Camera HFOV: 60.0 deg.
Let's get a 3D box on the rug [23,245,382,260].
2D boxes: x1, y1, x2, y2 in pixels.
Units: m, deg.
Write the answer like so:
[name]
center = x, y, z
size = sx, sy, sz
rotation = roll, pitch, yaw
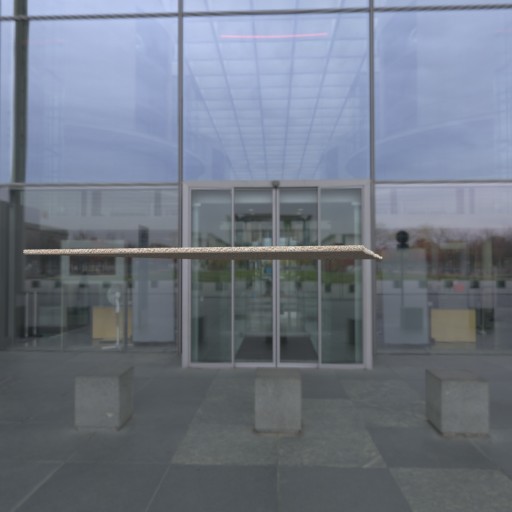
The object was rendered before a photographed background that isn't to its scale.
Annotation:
[rug]
center = 0.000, 0.000, 3.423
size = 1.800, 0.025, 2.699
rotation = 0, -1, 17
